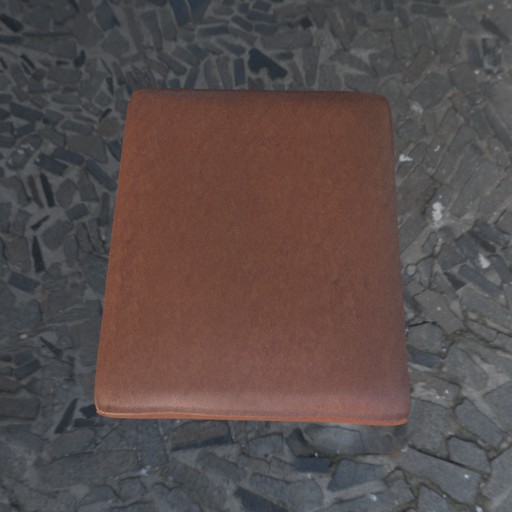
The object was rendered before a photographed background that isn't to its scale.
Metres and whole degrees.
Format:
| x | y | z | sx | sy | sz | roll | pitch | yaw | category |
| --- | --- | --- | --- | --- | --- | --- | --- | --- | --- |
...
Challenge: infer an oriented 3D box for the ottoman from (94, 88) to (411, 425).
| x | y | z | sx | sy | sz | roll | pitch | yaw | category |
| --- | --- | --- | --- | --- | --- | --- | --- | --- | --- |
| 0.000 | 0.000 | 1.433 | 0.836 | 0.472 | 0.987 | 1 | 74 | 0 | ottoman |
